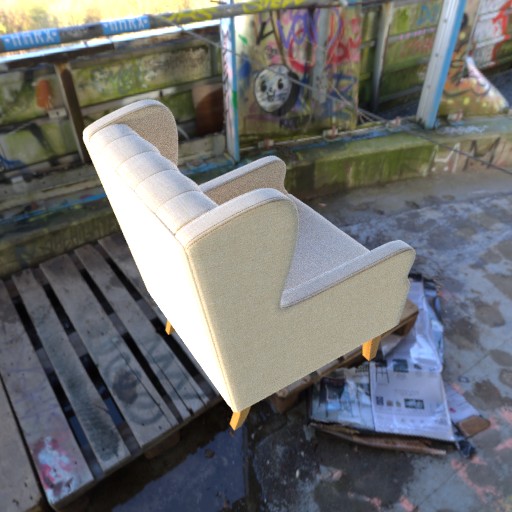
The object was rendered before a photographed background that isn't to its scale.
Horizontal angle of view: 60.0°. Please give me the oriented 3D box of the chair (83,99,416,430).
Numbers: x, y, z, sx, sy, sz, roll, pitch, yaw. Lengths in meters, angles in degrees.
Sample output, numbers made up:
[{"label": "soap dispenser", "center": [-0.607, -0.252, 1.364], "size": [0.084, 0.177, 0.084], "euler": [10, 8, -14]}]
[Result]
[{"label": "chair", "center": [0.000, 0.000, 1.474], "size": [0.760, 0.930, 0.710], "euler": [-24, 46, -25]}]
